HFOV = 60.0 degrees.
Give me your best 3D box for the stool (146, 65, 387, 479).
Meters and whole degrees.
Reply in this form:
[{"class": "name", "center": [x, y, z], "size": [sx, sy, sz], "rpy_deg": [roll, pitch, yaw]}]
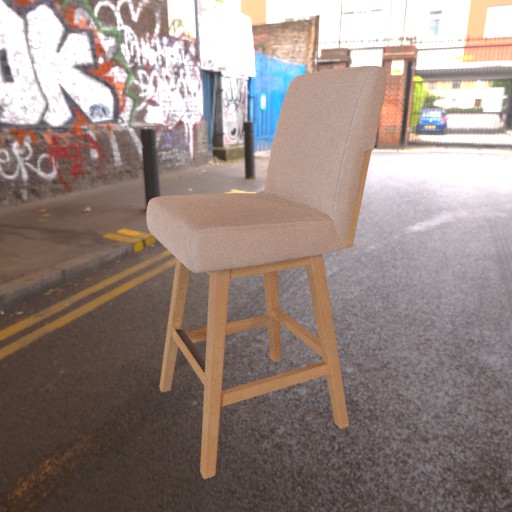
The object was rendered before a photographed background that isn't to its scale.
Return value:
[{"class": "stool", "center": [0.000, 0.000, 1.282], "size": [0.543, 1.015, 0.446], "rpy_deg": [-9, 20, -25]}]
